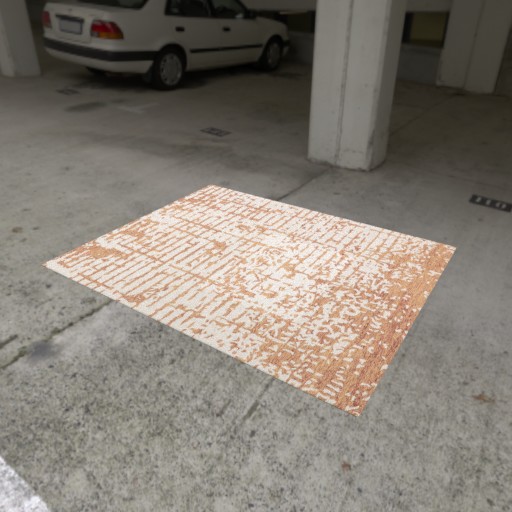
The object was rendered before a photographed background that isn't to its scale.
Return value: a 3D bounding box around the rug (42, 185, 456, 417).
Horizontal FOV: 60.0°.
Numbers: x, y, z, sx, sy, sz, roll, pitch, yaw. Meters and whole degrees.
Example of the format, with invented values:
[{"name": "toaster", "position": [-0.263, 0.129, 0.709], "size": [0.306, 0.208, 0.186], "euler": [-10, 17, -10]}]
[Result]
[{"name": "rug", "position": [0.000, 0.000, 4.157], "size": [3.050, 0.011, 2.441], "euler": [18, 35, 29]}]
